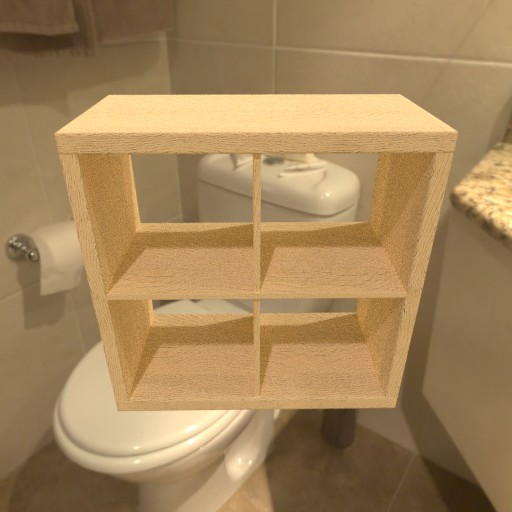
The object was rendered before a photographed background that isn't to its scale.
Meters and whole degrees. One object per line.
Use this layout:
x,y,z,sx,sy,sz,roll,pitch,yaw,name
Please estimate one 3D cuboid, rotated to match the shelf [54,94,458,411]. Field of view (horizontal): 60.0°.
0.000,0.000,1.233,0.790,0.786,0.390,0,30,-1,shelf
